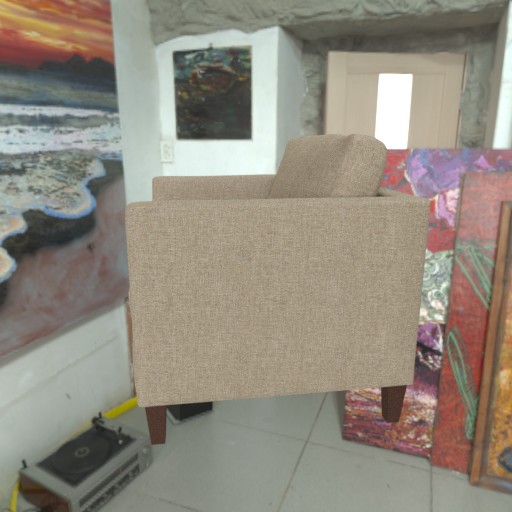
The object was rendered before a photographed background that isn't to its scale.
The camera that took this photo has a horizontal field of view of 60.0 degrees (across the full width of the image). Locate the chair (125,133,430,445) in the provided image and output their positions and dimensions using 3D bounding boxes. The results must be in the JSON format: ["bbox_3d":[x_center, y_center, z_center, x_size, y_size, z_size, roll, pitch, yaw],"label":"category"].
[{"bbox_3d":[0.000,0.000,1.869,0.959,0.987,1.107,-2,15,-8],"label":"chair"}]
